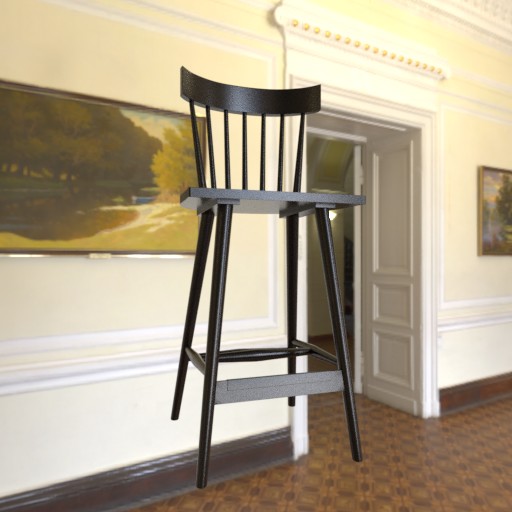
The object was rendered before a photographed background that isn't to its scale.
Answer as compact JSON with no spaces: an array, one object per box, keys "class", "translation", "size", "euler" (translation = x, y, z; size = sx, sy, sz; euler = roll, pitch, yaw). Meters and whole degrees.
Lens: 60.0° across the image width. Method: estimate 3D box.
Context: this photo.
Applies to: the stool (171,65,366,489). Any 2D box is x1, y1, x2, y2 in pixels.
[{"class":"stool","translation":[0.000,0.000,1.335],"size":[0.482,1.092,0.483],"euler":[0,0,-18]}]
